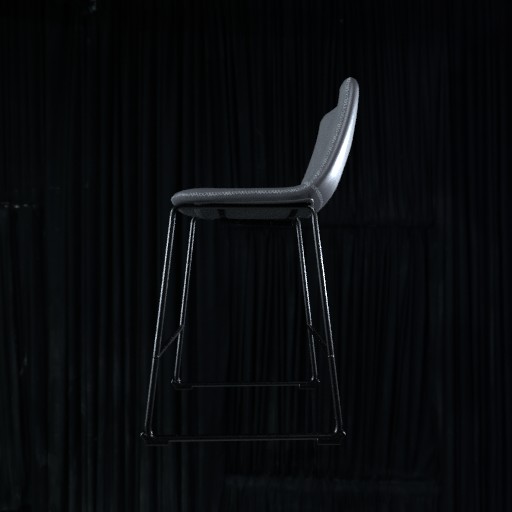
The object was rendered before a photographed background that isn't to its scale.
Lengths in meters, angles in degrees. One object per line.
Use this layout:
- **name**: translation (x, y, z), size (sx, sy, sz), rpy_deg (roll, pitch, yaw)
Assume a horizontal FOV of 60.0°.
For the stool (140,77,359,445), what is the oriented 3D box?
- **stool**: translation (0.000, 0.000, 1.233), size (0.546, 0.876, 0.470), rpy_deg (0, 1, -1)
